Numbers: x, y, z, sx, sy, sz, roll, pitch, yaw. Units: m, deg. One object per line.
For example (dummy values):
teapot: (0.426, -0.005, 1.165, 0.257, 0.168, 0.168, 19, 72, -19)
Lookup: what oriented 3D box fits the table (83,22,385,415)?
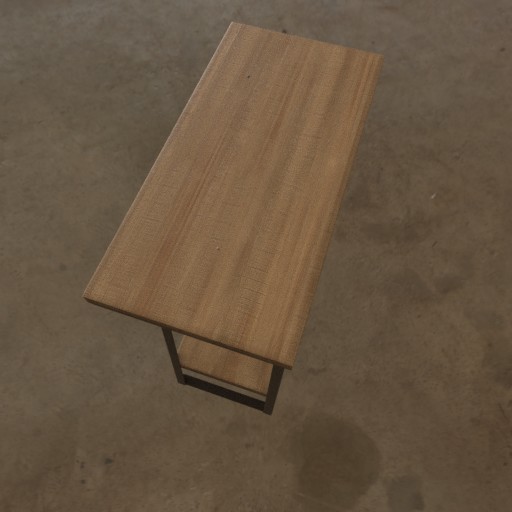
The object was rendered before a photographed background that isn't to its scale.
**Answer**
table: (0.000, 0.000, 1.021, 0.300, 0.701, 0.599, 17, 65, 8)
